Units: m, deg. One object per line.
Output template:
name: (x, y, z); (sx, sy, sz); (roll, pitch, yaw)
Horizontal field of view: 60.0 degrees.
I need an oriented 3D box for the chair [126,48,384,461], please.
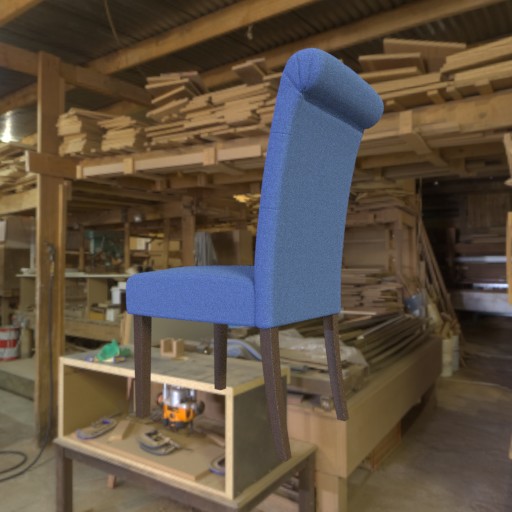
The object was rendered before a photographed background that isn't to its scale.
chair: (0.000, 0.000, 1.361); (0.671, 1.006, 0.456); (0, -1, 36)
